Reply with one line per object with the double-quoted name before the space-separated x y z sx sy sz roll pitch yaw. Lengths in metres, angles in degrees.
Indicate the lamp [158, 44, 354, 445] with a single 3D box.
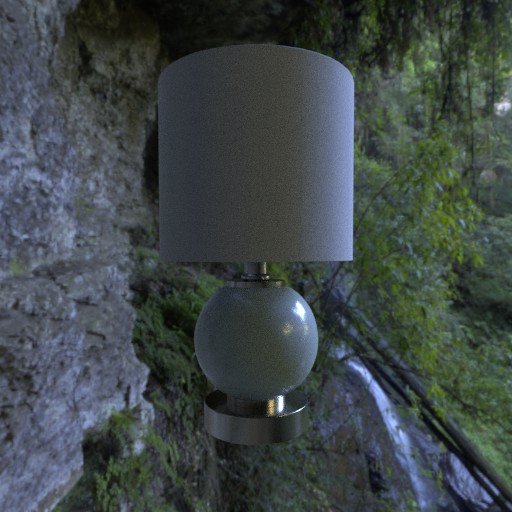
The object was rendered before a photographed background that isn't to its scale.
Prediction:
"lamp" 0.000 0.000 0.467 0.201 0.353 0.201 0 0 2
